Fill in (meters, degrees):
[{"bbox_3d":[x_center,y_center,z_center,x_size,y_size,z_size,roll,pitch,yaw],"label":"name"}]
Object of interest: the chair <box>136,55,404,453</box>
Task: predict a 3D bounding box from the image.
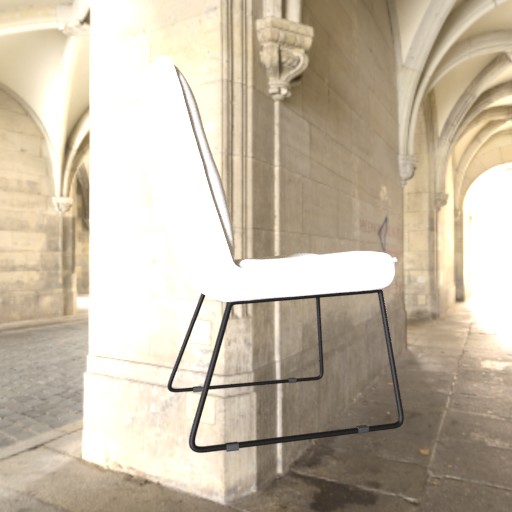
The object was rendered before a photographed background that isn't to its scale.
[{"bbox_3d":[0.000,0.000,1.338,0.688,0.930,0.515,0,-1,-17],"label":"chair"}]
